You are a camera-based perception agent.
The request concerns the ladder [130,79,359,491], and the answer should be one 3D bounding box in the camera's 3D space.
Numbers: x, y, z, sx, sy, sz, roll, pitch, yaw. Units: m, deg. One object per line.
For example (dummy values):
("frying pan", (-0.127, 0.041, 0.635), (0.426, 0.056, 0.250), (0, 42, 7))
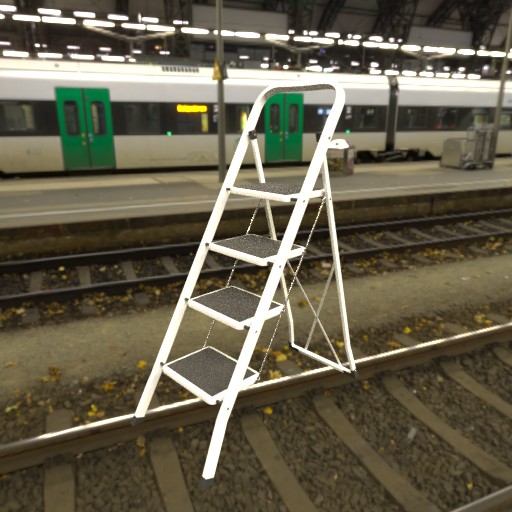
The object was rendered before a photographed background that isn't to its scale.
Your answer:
("ladder", (0.000, 0.000, 1.682), (0.914, 1.265, 0.460), (-16, 23, -42))
